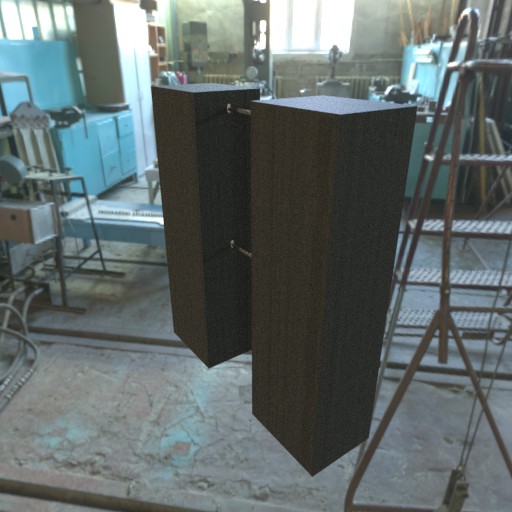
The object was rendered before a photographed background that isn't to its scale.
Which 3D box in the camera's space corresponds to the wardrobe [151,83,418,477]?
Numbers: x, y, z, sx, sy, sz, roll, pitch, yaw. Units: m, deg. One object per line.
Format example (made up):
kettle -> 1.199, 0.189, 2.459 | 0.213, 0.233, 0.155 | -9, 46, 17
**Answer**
wardrobe -> 0.000, 0.000, 2.900 | 0.480, 2.000, 1.770 | -17, 30, -32
